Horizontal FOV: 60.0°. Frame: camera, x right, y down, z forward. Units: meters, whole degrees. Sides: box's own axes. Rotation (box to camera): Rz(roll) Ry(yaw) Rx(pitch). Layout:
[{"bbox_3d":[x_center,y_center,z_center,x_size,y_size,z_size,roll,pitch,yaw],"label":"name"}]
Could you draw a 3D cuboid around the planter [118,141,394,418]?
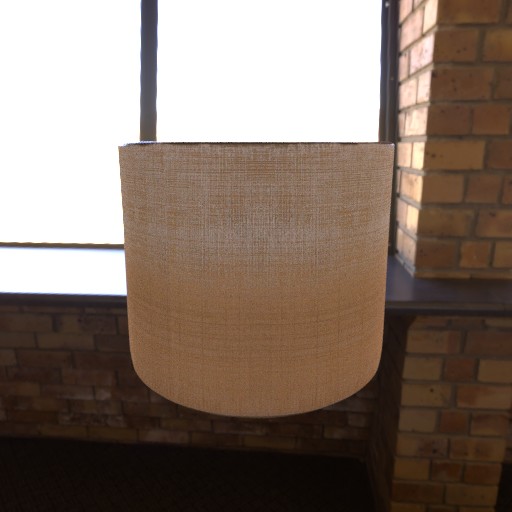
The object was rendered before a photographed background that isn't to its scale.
[{"bbox_3d":[0.000,0.000,0.443,0.254,0.221,0.254,0,14,0],"label":"planter"}]
